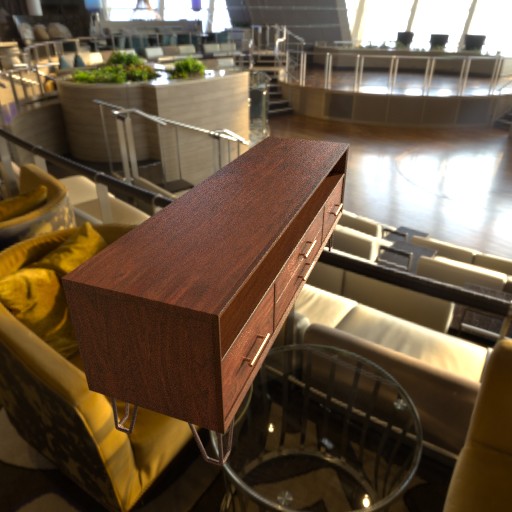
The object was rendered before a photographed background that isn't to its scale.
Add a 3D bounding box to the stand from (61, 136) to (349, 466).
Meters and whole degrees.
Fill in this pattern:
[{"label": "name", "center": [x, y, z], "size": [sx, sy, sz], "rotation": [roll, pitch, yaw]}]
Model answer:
[{"label": "stand", "center": [0.000, 0.000, 1.905], "size": [0.481, 0.610, 1.626], "rotation": [11, 31, 18]}]
